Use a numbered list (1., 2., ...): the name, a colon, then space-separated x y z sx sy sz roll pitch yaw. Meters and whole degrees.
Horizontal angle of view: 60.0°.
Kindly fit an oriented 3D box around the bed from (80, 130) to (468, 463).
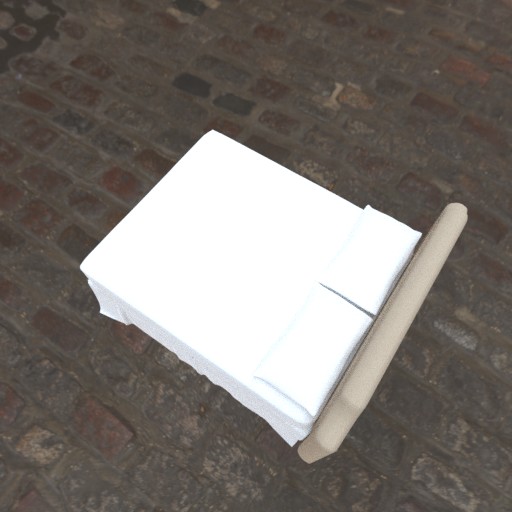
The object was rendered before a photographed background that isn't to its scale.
1. bed: 0.000 0.000 3.262 2.204 1.301 1.828 31 67 15
